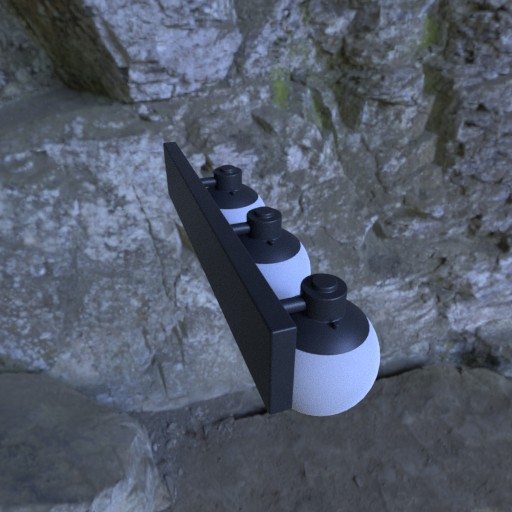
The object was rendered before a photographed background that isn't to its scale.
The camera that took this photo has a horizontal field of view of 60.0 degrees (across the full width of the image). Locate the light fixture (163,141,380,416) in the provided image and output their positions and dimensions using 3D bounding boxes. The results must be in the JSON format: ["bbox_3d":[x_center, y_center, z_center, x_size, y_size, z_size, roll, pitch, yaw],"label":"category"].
[{"bbox_3d":[0.000,0.000,0.861,0.218,0.263,0.721,-10,33,-16],"label":"light fixture"}]
